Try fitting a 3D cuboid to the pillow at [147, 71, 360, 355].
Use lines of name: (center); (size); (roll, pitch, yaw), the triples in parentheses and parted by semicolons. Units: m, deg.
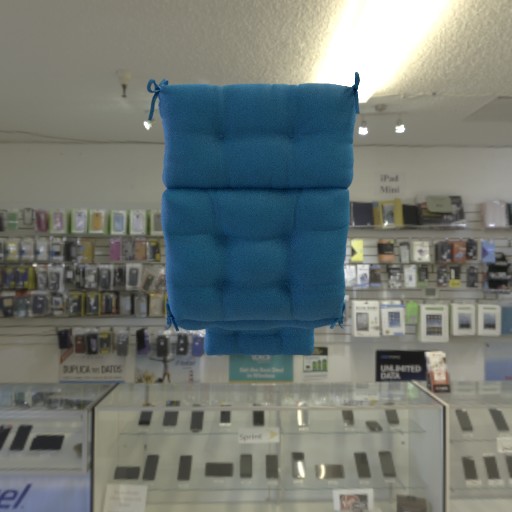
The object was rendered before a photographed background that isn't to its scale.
pillow: (0.000, 0.000, 1.517); (0.526, 0.863, 1.016); (0, -1, 1)
